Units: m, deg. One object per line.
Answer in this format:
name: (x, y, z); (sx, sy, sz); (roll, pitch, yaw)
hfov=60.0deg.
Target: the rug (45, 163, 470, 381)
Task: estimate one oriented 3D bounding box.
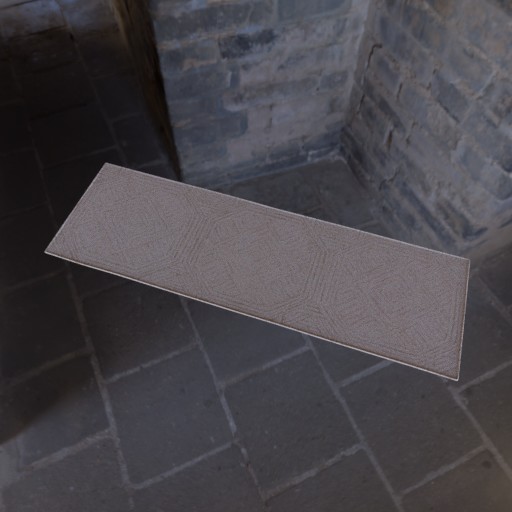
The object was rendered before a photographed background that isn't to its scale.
rug: (0.000, 0.000, 2.674); (2.452, 0.012, 0.775); (16, 60, 10)
